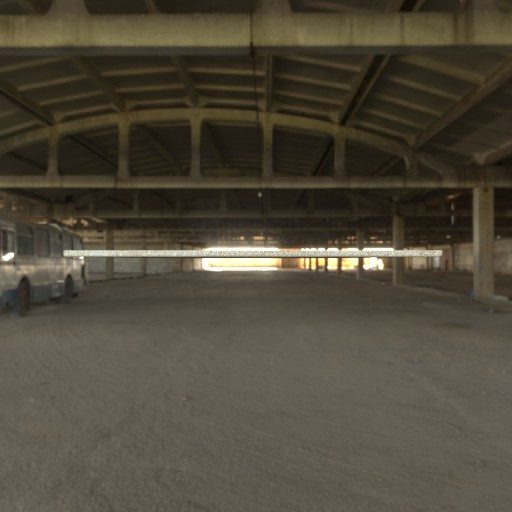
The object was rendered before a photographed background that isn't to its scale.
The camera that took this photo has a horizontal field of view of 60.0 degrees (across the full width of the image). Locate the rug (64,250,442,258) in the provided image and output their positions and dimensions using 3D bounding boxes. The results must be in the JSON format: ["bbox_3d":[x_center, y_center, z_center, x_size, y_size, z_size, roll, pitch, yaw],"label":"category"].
[{"bbox_3d":[0.000,0.000,2.927,1.500,0.025,2.346,0,0,1],"label":"rug"}]
